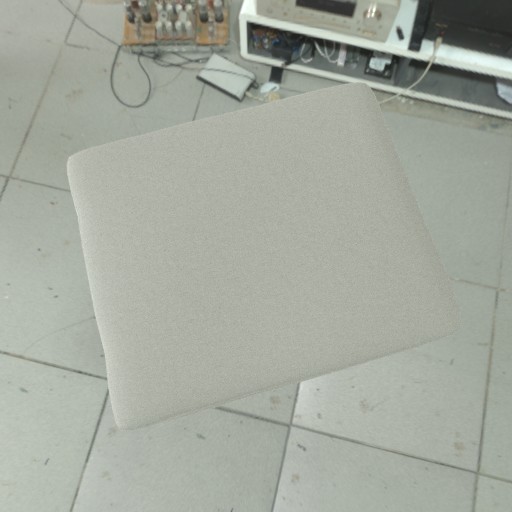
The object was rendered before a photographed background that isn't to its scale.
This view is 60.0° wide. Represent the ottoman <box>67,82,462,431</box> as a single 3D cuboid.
[{"bbox_3d":[0.000,0.000,1.443,0.976,0.492,0.836,-15,76,-4],"label":"ottoman"}]
